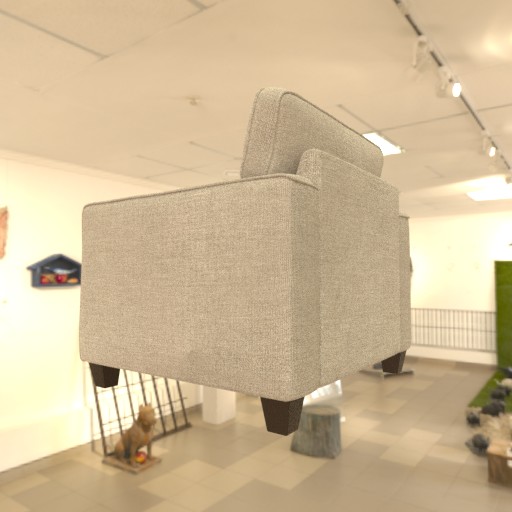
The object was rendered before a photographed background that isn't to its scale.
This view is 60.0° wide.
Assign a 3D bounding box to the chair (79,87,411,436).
[{"bbox_3d":[0.000,0.000,1.763,0.939,0.965,1.015,-2,-3,36],"label":"chair"}]
